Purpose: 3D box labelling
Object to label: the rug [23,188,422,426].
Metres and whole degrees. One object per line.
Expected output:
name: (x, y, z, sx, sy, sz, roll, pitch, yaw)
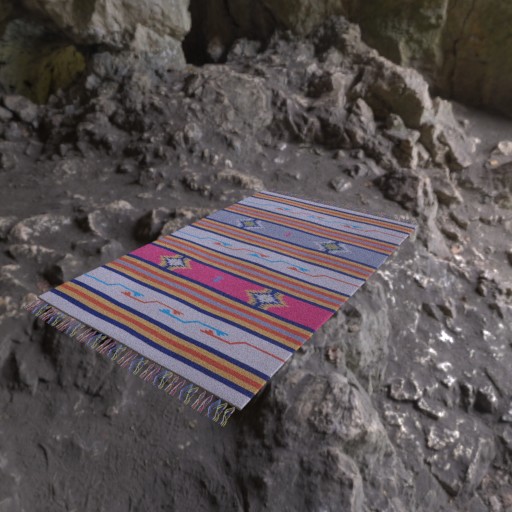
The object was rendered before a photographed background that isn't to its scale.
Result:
rug: (0.000, 0.000, 2.208, 1.084, 0.013, 1.849, 18, 32, 31)
